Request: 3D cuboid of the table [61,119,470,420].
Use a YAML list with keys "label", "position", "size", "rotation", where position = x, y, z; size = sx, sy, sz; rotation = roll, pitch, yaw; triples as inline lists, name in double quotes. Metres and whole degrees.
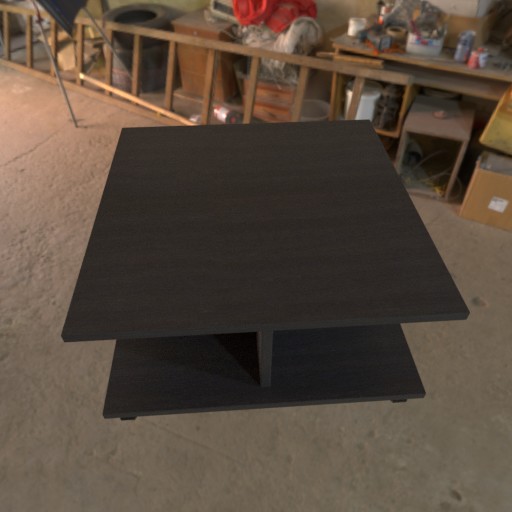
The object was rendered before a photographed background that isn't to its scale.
- label: "table"
  position: [0.000, 0.000, 1.229]
  size: [0.762, 0.396, 0.762]
  rotation: [-3, 45, -3]
